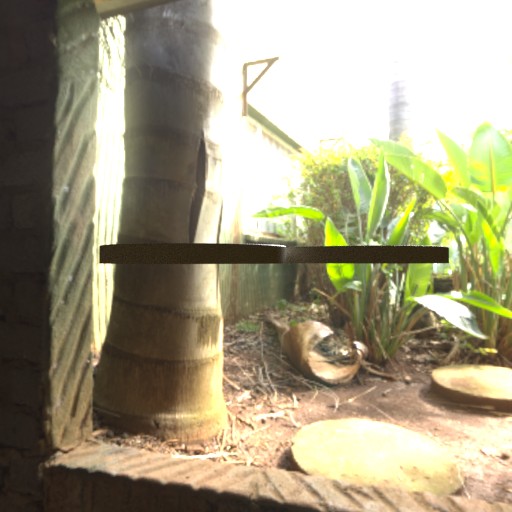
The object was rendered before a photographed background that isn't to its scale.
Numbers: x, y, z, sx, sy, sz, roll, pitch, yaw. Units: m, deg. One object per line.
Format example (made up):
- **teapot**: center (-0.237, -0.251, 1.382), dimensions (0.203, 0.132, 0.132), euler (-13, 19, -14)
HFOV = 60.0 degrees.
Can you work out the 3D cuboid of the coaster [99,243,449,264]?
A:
- **coaster**: center (0.000, 0.000, 0.336), dimensions (0.220, 0.010, 0.224), euler (0, -1, -17)
